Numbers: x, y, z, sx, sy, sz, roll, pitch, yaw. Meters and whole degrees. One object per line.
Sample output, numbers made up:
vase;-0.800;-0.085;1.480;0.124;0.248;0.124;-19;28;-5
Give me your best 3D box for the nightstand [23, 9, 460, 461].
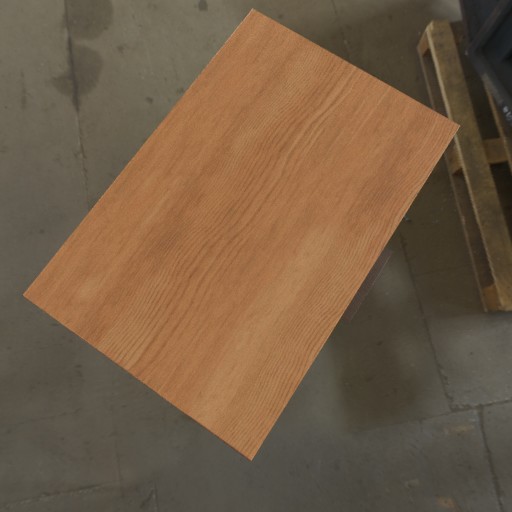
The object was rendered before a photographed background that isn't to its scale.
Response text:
nightstand;0.000;0.000;0.989;0.427;0.615;0.613;33;79;8
